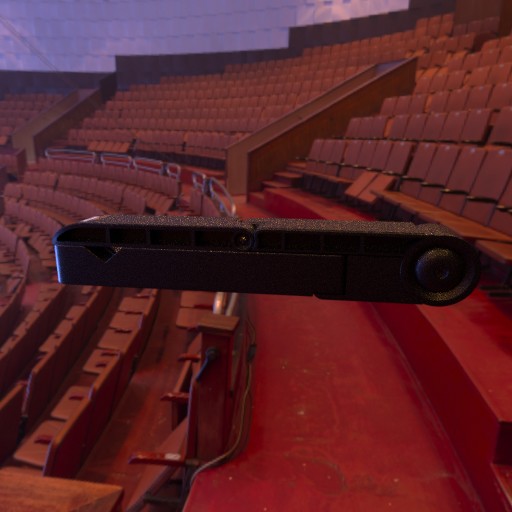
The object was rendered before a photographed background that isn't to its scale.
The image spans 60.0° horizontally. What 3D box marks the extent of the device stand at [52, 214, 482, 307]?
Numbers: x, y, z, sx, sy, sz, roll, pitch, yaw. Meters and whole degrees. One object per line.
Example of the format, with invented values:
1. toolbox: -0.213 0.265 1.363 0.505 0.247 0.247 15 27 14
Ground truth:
1. device stand: 0.000 0.000 0.195 0.179 0.030 0.026 2 15 8
